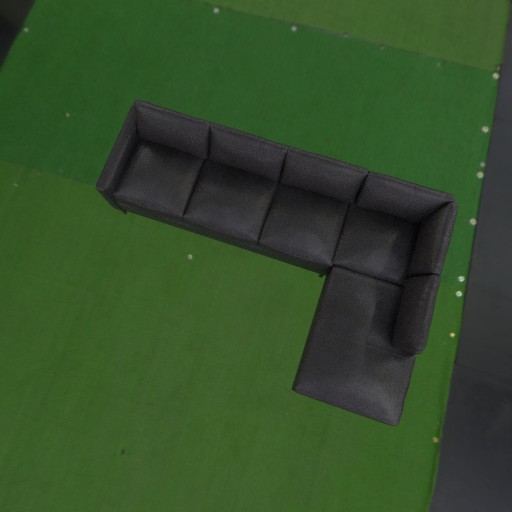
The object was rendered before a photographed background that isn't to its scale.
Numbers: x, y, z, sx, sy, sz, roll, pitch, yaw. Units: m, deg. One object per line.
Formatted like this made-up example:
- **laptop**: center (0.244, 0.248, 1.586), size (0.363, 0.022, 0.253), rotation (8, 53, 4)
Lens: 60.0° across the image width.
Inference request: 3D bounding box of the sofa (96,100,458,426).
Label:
- **sofa**: center (0.000, 0.000, 3.823), size (2.984, 0.877, 1.938), rotation (18, 76, 5)
